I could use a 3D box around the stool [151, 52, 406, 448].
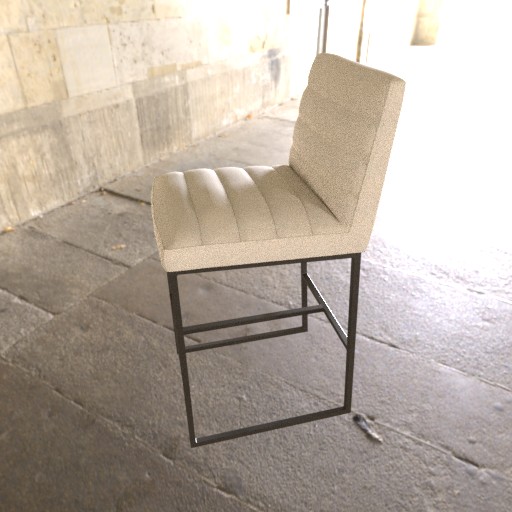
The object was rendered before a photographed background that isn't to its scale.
[{"bbox_3d":[0.000,0.000,1.331,0.573,1.061,0.464,-8,33,-12],"label":"stool"}]
